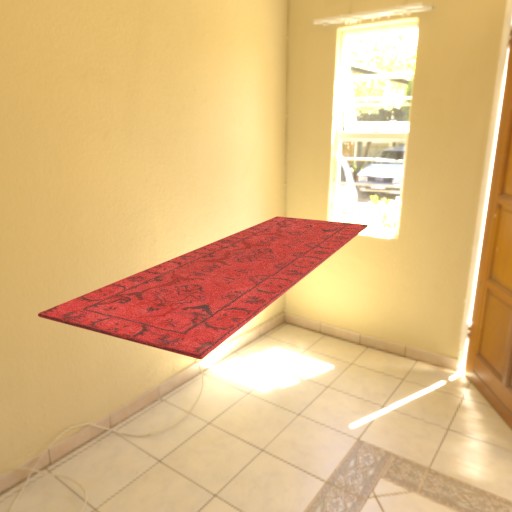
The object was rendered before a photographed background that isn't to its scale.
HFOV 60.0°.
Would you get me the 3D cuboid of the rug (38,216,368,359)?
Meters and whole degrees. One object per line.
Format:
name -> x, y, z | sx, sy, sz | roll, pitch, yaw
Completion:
rug -> 0.000, 0.000, 2.715 | 0.813, 0.018, 2.439 | 8, 17, 26
